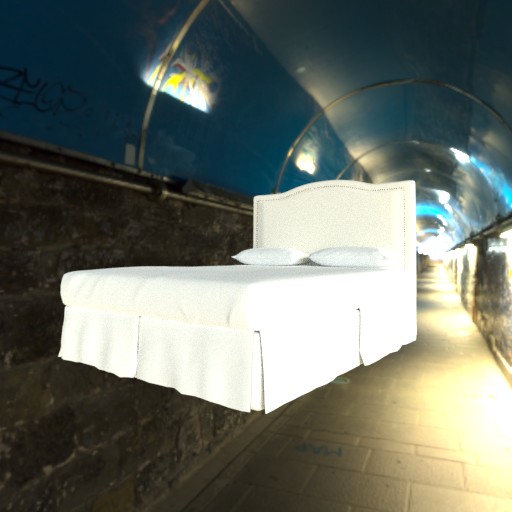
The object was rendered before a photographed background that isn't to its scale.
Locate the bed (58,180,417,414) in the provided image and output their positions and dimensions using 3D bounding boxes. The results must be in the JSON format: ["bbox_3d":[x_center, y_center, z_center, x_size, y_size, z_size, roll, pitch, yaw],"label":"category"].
[{"bbox_3d":[0.000,0.000,3.411,1.821,1.436,2.282,0,0,38],"label":"bed"}]
